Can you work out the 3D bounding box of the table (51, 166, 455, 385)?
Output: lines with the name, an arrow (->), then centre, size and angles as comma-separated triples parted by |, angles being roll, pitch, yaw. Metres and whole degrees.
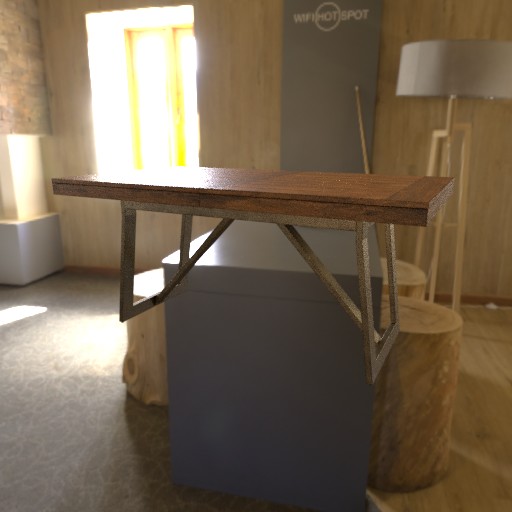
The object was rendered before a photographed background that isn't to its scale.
table -> 0.000, 0.000, 2.172 | 1.641, 0.757, 0.931 | 8, 17, 27
